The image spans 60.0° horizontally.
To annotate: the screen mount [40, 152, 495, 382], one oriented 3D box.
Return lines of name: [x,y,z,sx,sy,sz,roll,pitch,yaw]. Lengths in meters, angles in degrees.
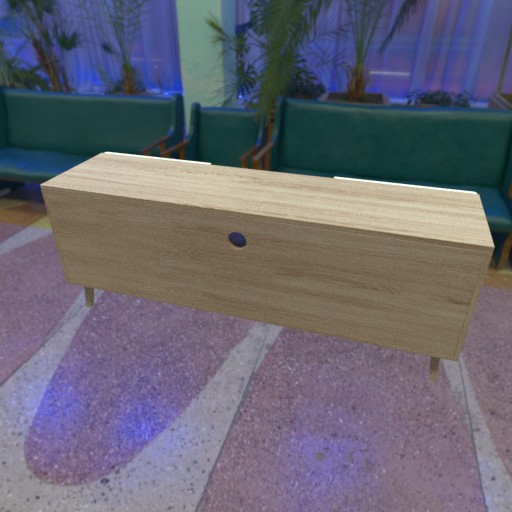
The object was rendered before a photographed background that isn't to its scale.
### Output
screen mount: [0.000,0.000,1.722,1.500,0.570,0.420,9,32,15]
